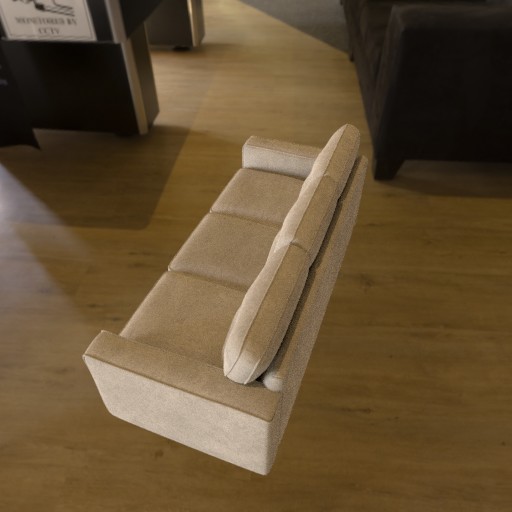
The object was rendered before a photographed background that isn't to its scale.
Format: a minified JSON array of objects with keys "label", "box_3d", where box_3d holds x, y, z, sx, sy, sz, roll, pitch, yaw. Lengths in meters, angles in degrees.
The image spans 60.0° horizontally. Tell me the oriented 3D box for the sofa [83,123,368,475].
[{"label":"sofa","box_3d":[0.000,0.000,2.710,0.939,0.965,2.133,15,46,15]}]
